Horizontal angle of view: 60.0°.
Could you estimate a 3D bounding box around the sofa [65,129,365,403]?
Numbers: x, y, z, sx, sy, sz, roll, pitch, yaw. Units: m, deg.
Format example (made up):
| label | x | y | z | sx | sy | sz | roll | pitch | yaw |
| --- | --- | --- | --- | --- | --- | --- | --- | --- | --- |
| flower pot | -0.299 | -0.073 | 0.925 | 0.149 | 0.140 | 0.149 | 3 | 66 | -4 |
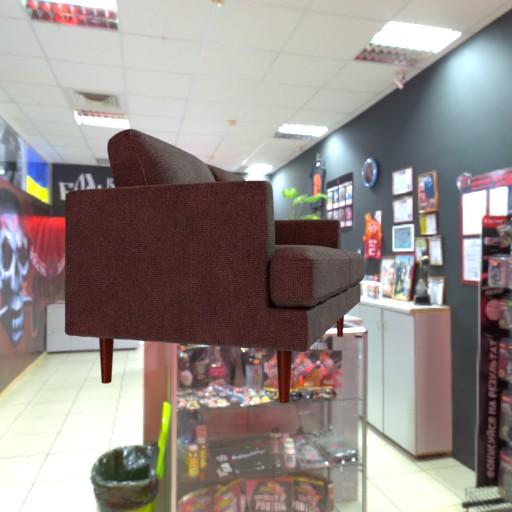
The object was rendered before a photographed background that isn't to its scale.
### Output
| label | x | y | z | sx | sy | sz | roll | pitch | yaw |
| --- | --- | --- | --- | --- | --- | --- | --- | --- | --- |
| sofa | 0.000 | 0.000 | 2.140 | 0.903 | 0.956 | 1.582 | 0 | 0 | 19 |
